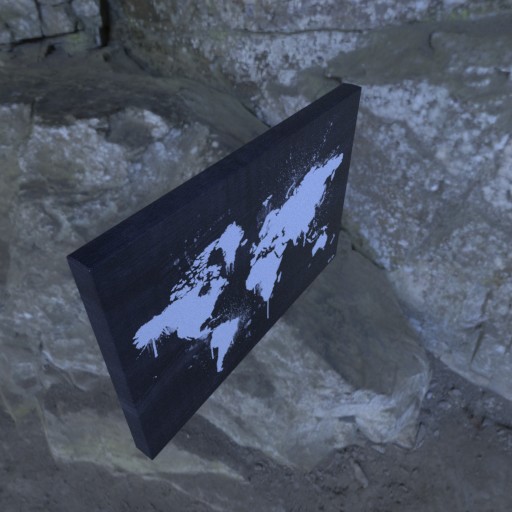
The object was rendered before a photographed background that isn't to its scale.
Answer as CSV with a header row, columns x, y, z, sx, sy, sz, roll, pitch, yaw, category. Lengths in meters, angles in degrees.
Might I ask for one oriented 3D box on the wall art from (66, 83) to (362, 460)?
x,y,z,sx,sy,sz,roll,pitch,yaw,category
0.000,0.000,0.760,0.038,0.409,0.610,25,47,26,wall art
